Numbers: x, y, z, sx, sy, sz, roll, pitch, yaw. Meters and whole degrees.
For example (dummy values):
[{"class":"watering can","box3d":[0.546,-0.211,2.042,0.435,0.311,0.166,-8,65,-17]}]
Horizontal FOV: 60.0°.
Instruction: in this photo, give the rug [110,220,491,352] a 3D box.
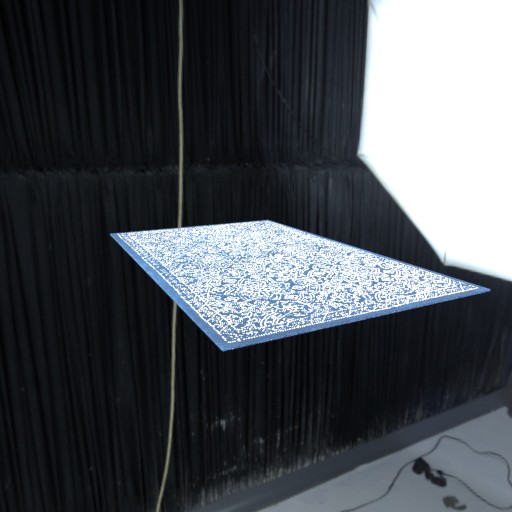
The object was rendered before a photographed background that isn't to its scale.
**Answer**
[{"class":"rug","box3d":[0.000,0.000,3.040,1.526,0.015,2.441,-7,16,-26]}]
